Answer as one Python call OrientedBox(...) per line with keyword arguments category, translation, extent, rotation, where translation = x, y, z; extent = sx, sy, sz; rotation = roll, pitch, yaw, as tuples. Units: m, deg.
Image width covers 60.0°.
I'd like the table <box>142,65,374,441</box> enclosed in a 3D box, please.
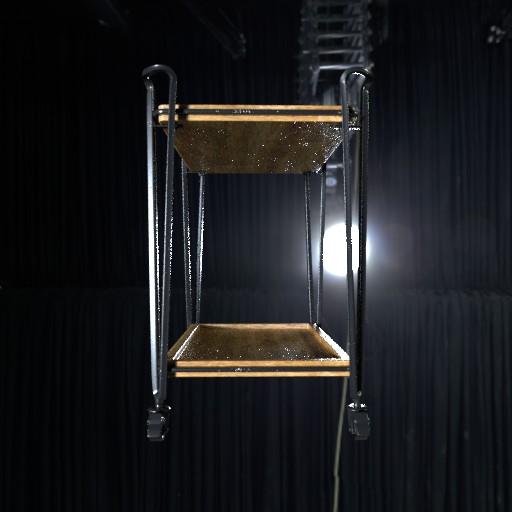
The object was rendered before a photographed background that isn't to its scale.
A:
OrientedBox(category="table", translation=(0.000, 0.000, 1.235), extent=(0.505, 0.785, 0.672), rotation=(0, 0, -1))
